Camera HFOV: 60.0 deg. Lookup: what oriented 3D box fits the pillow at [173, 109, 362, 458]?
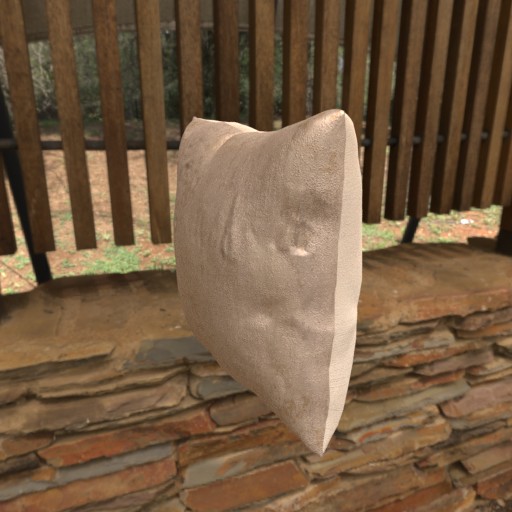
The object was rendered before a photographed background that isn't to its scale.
[{"bbox_3d":[0.000,0.000,0.729,0.245,0.448,0.450,-8,19,-25],"label":"pillow"}]
